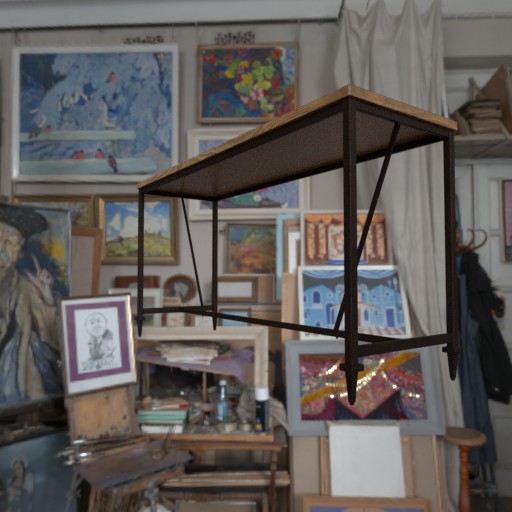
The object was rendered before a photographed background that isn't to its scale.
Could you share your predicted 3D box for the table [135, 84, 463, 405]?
[{"bbox_3d":[0.000,0.000,2.078,0.551,0.902,1.700,2,-3,-35],"label":"table"}]
